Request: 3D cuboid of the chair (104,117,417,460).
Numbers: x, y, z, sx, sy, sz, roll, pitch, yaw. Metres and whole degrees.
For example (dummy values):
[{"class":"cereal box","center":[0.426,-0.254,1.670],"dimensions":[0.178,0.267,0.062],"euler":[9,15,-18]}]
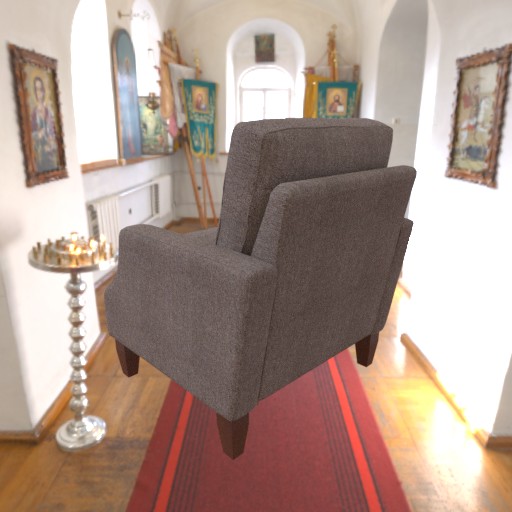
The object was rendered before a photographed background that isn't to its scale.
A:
[{"class":"chair","center":[0.000,0.000,1.664],"dimensions":[0.855,0.993,0.897],"euler":[-16,24,-42]}]
